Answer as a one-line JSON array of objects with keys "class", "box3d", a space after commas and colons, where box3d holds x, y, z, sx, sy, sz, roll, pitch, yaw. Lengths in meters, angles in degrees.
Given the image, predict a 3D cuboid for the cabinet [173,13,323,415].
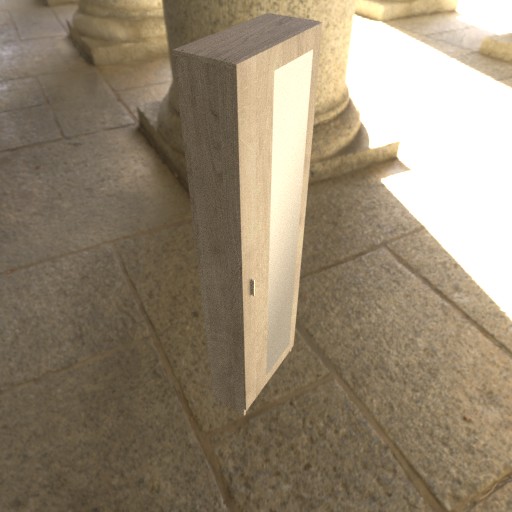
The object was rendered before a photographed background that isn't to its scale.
[{"class": "cabinet", "box3d": [0.000, 0.000, 1.940, 0.230, 1.790, 0.500, 23, 46, 24]}]
